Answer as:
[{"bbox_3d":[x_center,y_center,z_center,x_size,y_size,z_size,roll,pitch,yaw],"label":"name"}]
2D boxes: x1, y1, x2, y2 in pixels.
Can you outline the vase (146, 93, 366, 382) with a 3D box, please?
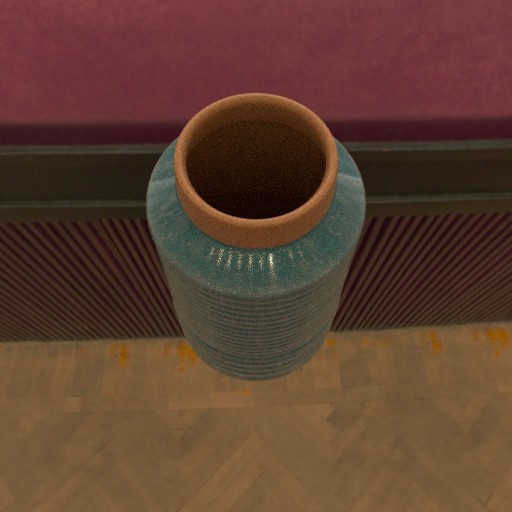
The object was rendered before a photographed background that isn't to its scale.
[{"bbox_3d":[0.000,0.000,0.363,0.163,0.267,0.163,0,65,0],"label":"vase"}]
